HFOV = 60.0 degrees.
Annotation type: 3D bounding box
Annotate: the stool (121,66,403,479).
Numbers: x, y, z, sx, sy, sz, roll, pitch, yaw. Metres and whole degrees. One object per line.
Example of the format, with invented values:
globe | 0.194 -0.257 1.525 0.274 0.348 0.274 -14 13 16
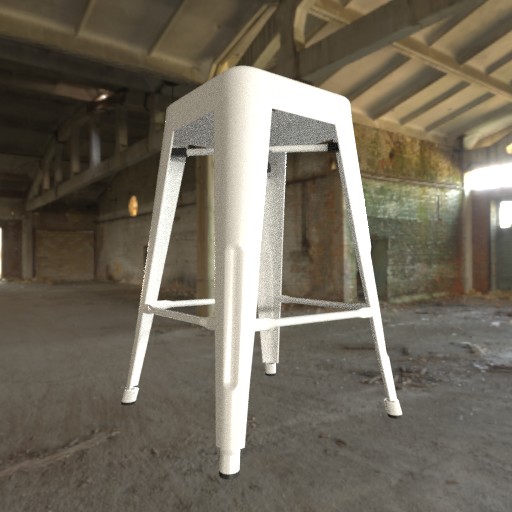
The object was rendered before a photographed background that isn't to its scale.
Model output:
stool | 0.000 0.000 0.882 0.406 0.610 0.406 0 0 -37
